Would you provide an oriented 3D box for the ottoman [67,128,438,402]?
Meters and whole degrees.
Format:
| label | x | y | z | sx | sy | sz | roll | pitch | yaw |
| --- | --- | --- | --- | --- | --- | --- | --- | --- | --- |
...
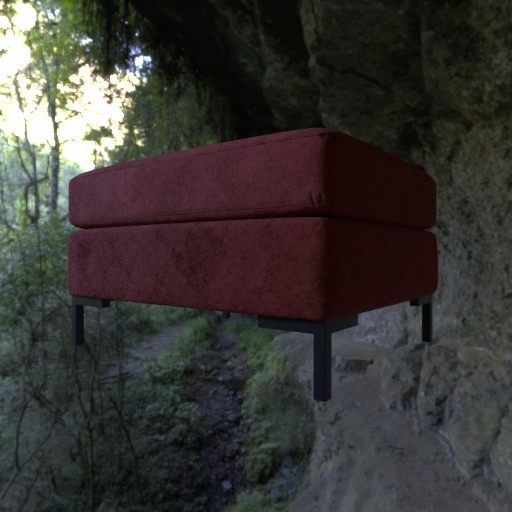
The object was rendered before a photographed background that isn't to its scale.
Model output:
| label | x | y | z | sx | sy | sz | roll | pitch | yaw |
| --- | --- | --- | --- | --- | --- | --- | --- | --- | --- |
| ottoman | 0.000 | 0.000 | 1.169 | 0.782 | 0.462 | 0.650 | 0 | 0 | 37 |
